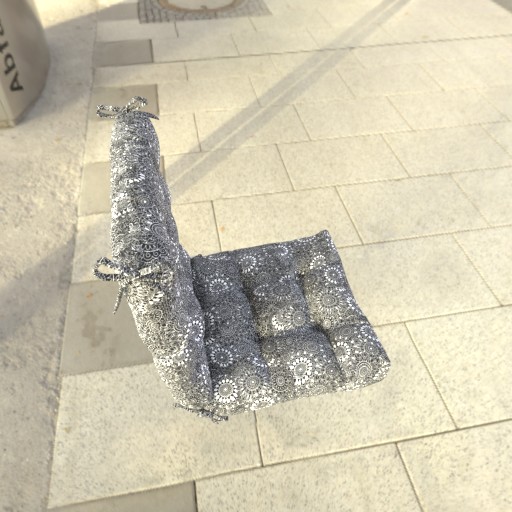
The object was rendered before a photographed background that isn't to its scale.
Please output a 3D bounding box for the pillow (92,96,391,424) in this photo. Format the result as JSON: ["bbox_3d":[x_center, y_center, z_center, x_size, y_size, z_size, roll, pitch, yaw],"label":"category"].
[{"bbox_3d":[0.000,0.000,1.005,0.571,0.605,0.519,-10,48,-9],"label":"pillow"}]
